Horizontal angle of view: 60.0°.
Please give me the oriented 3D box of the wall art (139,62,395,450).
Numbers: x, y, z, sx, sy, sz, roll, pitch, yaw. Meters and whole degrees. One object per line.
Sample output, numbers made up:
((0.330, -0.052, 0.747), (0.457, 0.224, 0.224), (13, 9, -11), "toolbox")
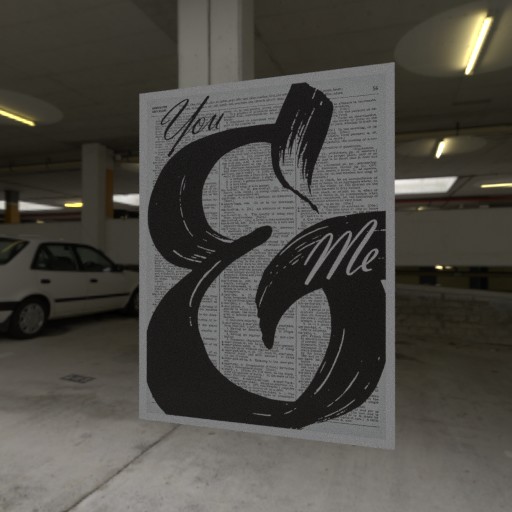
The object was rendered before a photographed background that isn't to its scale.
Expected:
((0.000, 0.000, 0.765), (0.457, 0.609, 0.003), (0, 0, 17), "wall art")
